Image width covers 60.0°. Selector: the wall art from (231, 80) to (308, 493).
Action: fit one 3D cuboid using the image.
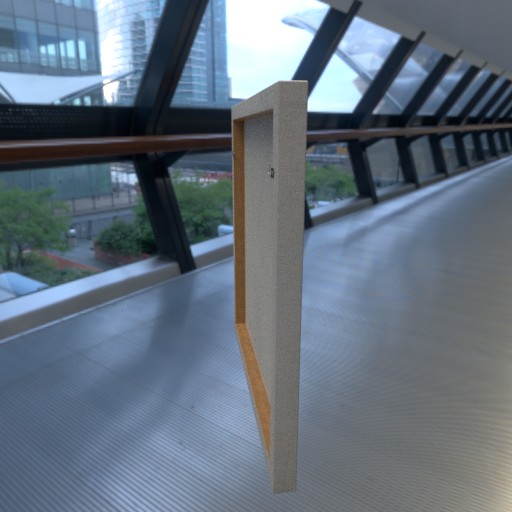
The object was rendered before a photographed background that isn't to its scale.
[{"bbox_3d":[0.000,0.000,0.912,0.040,0.612,0.612,-2,16,-8],"label":"wall art"}]
